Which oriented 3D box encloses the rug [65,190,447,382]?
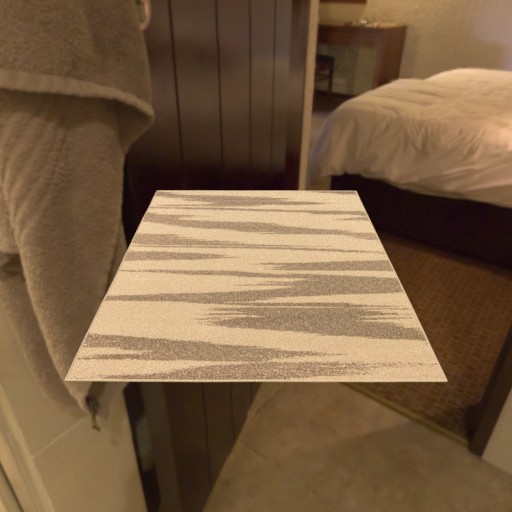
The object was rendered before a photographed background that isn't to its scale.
[{"bbox_3d":[0.000,0.000,3.957,2.353,0.014,2.945,0,31,0],"label":"rug"}]
